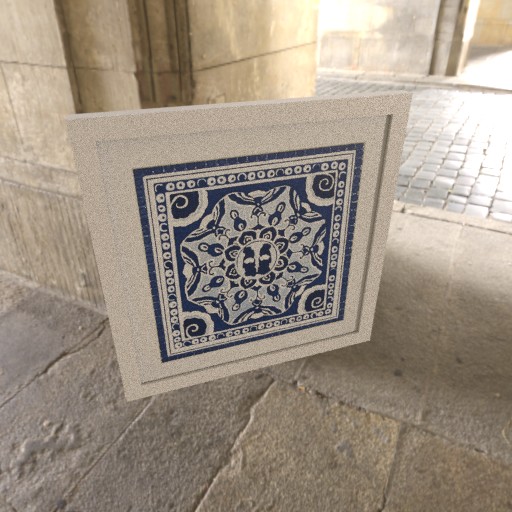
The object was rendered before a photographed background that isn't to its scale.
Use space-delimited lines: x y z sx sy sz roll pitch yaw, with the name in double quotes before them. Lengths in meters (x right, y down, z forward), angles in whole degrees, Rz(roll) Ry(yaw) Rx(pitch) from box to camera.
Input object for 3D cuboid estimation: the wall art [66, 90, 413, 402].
"wall art" 0.000 0.000 0.837 0.559 0.559 0.028 -10 32 -16
